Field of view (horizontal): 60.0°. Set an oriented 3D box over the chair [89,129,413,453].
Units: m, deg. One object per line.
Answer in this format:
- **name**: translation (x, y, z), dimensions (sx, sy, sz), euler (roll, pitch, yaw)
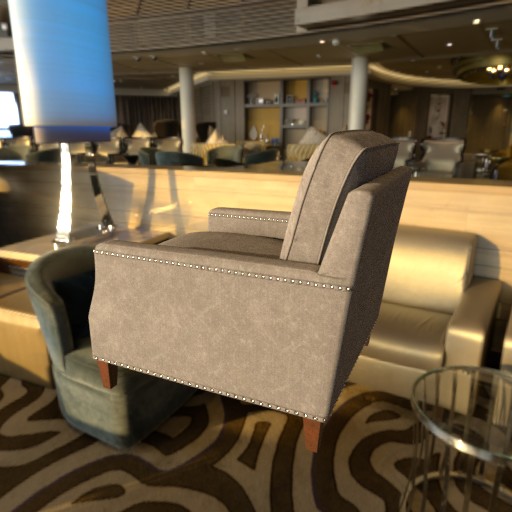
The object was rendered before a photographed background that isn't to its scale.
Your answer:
- **chair**: translation (0.000, 0.000, 1.727), dimensions (1.014, 0.948, 0.853), euler (7, 17, 24)
